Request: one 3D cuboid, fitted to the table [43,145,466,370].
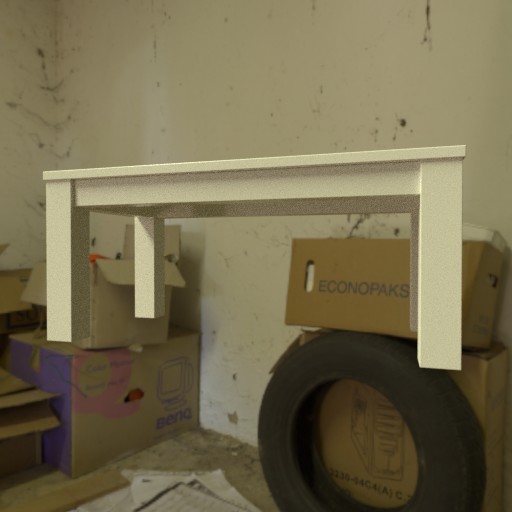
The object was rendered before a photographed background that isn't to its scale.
[{"bbox_3d":[0.000,0.000,2.237,1.800,0.790,0.900,0,1,17],"label":"table"}]
